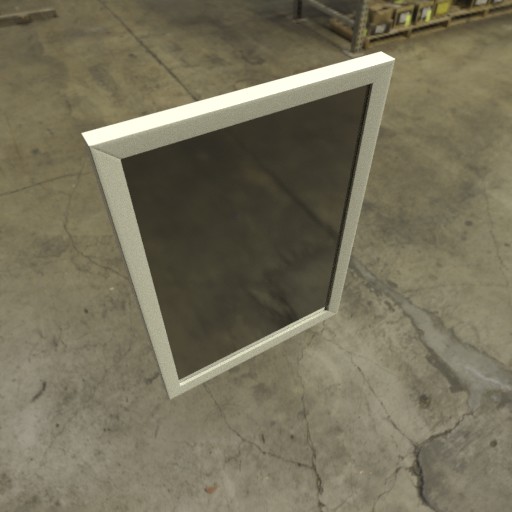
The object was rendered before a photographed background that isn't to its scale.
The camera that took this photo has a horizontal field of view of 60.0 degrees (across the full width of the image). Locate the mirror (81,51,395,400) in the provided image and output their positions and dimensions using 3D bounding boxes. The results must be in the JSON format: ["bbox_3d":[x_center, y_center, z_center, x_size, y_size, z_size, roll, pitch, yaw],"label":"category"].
[{"bbox_3d":[0.000,0.000,0.911,0.507,0.710,0.040,-23,51,-20],"label":"mirror"}]
